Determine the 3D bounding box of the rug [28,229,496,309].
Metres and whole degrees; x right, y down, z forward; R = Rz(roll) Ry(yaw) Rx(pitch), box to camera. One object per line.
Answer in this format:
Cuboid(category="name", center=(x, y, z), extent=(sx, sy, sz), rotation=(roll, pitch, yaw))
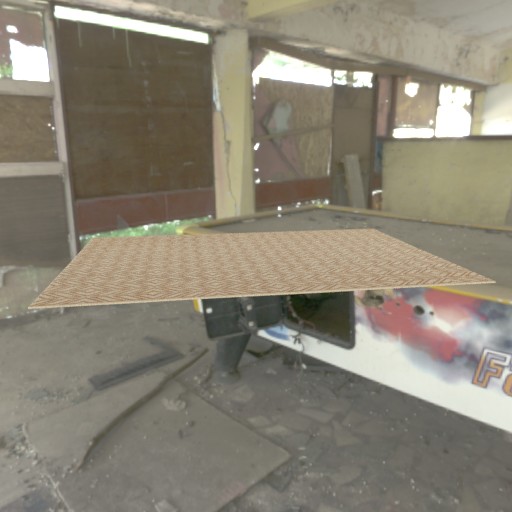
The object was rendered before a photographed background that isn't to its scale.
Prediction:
Cuboid(category="rug", center=(0.000, 0.000, 2.284), extent=(1.828, 0.007, 1.220), rotation=(-2, 14, -9))
